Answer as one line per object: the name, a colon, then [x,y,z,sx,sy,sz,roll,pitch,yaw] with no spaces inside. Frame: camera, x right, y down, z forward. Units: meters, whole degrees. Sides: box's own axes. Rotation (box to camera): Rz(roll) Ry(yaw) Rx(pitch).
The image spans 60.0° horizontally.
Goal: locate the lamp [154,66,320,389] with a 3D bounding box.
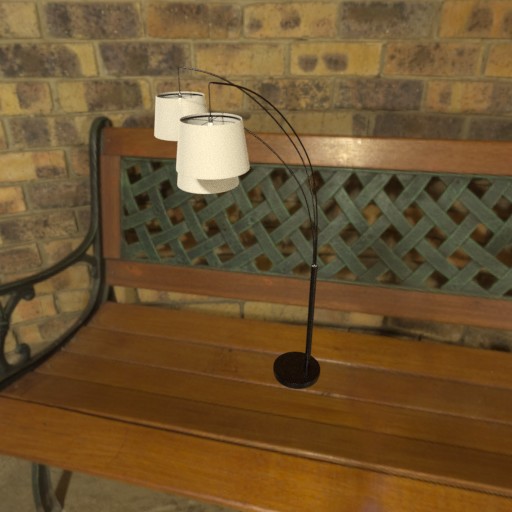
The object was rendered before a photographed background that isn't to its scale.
lamp: [0.000,0.000,2.518,0.924,1.950,0.951,-9,30,-16]
